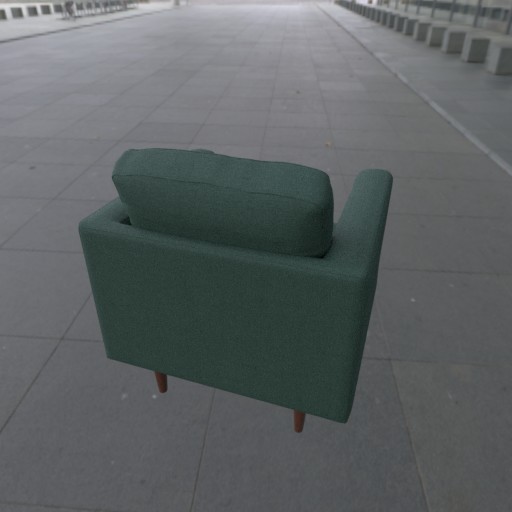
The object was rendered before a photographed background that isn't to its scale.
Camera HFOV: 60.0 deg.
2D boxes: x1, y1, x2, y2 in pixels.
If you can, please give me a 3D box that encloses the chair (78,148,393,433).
[{"bbox_3d":[0.000,0.000,1.604,0.855,0.927,0.800,10,33,16],"label":"chair"}]
